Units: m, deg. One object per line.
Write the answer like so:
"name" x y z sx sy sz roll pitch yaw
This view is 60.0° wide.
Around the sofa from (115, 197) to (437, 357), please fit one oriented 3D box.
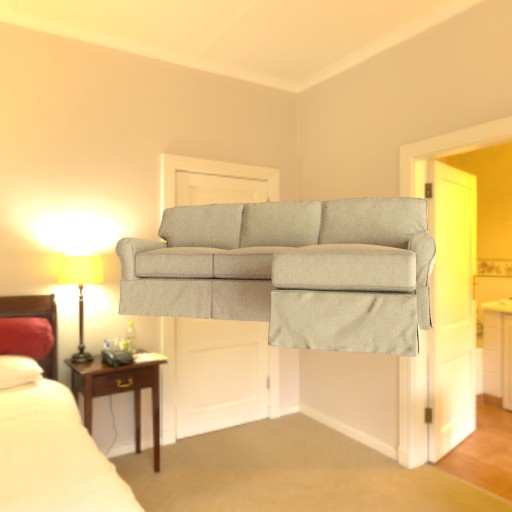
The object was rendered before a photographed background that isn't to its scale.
"sofa" 0.000 0.000 3.266 2.475 0.978 1.733 0 0 19
